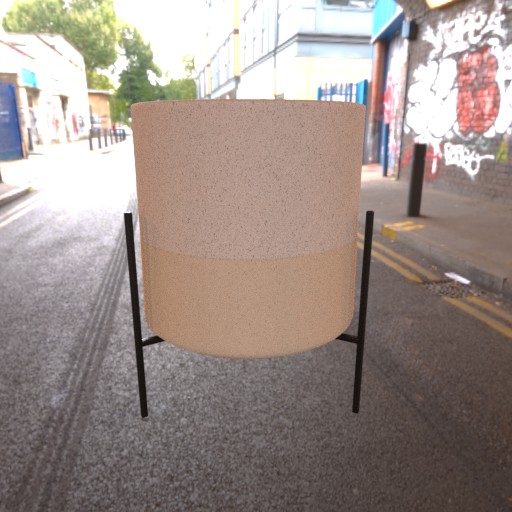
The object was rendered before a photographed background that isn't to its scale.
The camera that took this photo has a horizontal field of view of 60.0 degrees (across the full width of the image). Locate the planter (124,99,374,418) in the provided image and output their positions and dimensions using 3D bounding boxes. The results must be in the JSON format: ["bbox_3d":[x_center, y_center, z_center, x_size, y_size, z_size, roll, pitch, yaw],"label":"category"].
[{"bbox_3d":[0.000,0.000,0.654,0.335,0.423,0.313,8,18,27],"label":"planter"}]
